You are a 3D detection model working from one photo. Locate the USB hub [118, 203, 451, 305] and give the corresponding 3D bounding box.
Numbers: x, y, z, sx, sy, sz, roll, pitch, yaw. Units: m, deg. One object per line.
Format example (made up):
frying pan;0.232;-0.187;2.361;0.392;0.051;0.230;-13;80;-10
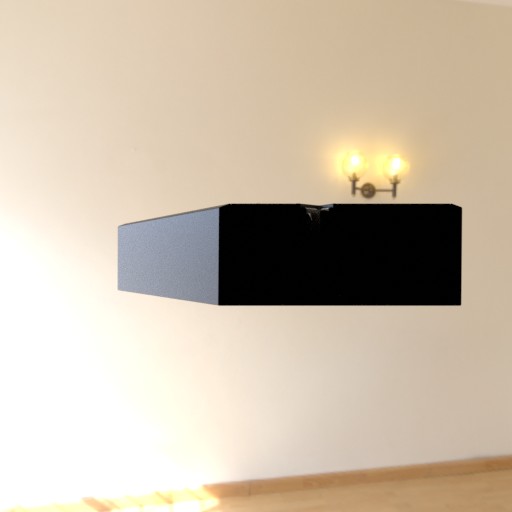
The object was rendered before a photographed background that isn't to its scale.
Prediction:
USB hub;0.000;0.000;0.126;0.044;0.023;0.110;1;-1;-36
